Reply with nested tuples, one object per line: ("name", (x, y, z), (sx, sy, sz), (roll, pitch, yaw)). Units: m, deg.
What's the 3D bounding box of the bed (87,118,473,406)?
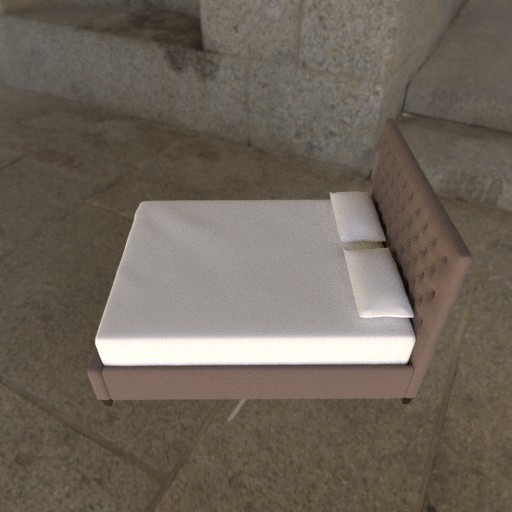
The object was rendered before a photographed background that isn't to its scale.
("bed", (0.000, 0.000, 3.328), (2.233, 1.426, 1.696), (0, 41, 0))
